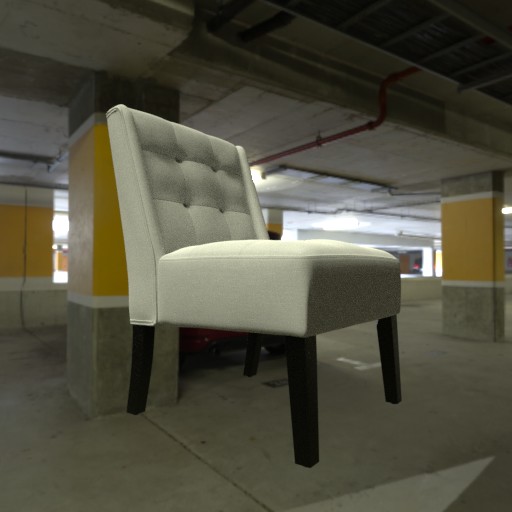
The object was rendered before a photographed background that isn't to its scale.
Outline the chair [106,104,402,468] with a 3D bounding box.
[{"bbox_3d":[0.000,0.000,1.274,0.676,0.853,0.569,-1,-2,36],"label":"chair"}]
